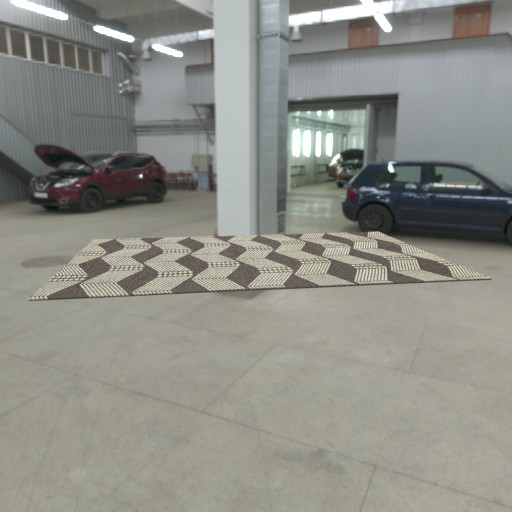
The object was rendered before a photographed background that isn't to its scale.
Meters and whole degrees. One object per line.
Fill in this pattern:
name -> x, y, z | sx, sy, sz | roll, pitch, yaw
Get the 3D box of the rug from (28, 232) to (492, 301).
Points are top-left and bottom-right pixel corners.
rug -> 0.000, 0.000, 3.022 | 2.435, 0.011, 1.517 | -2, 13, -8
